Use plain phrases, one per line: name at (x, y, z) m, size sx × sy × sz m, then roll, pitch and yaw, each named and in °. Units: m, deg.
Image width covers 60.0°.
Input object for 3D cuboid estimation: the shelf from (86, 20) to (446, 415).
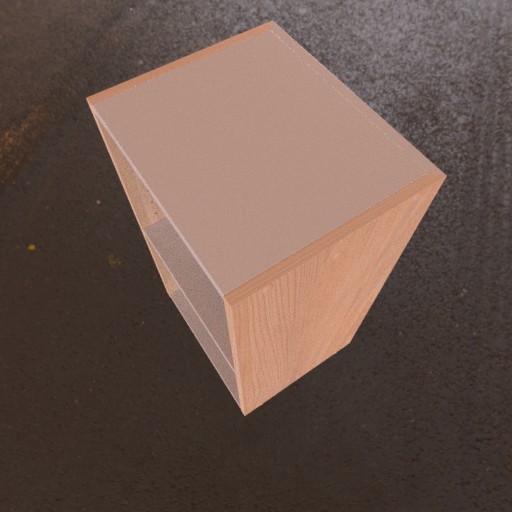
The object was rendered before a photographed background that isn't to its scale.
shelf at (0.000, 0.000, 0.796) m, size 0.290 × 0.600 × 0.350 m, roll -30°, pitch 65°, yaw -16°
